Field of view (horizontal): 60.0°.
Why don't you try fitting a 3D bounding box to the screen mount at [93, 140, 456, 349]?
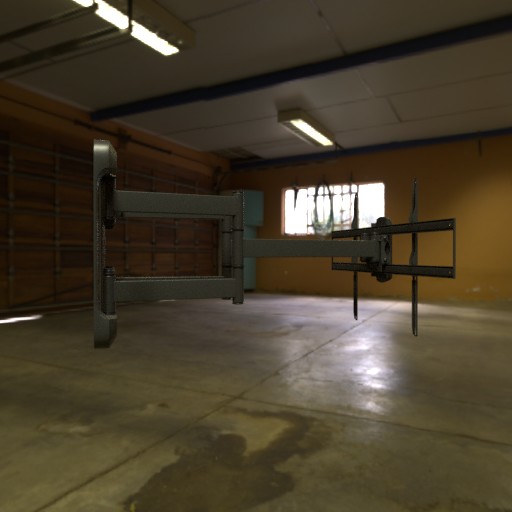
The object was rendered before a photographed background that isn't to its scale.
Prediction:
[{"bbox_3d":[0.000,0.000,1.359,0.905,0.483,0.725,0,0,-18],"label":"screen mount"}]
